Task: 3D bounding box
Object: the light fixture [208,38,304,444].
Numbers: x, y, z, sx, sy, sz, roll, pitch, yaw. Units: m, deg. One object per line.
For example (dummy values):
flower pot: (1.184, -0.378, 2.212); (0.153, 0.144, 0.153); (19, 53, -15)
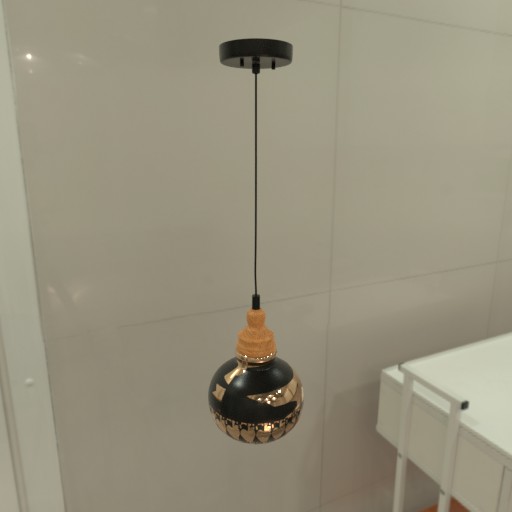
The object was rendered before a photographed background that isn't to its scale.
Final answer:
light fixture: (0.000, 0.000, 1.847); (0.430, 1.606, 0.430); (-7, 16, -26)
